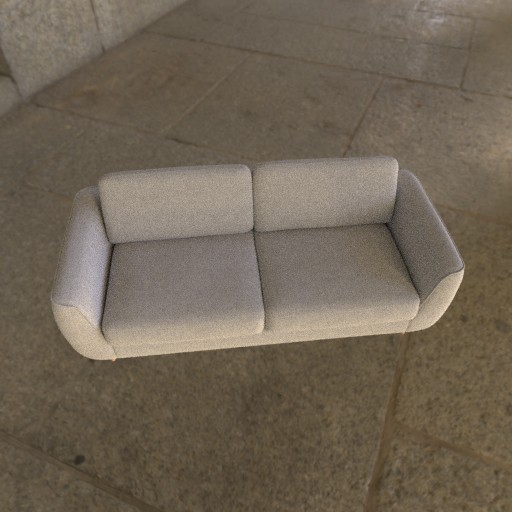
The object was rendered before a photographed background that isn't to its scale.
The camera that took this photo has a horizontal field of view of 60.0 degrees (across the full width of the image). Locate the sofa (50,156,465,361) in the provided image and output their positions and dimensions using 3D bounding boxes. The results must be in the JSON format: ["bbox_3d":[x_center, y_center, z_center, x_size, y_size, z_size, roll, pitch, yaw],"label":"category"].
[{"bbox_3d":[0.000,0.000,2.477,2.000,0.850,0.920,-4,47,-4],"label":"sofa"}]
